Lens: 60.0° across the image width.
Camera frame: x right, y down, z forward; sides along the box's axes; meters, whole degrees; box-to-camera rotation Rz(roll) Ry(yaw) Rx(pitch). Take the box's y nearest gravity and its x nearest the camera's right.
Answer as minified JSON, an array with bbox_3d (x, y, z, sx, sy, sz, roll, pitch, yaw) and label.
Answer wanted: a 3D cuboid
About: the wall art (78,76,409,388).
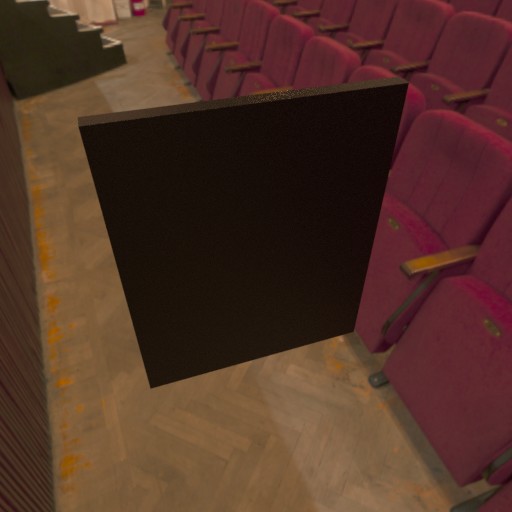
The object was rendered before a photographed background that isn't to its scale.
[{"bbox_3d":[0.000,0.000,0.776,0.457,0.557,0.028,-12,42,-14],"label":"wall art"}]
